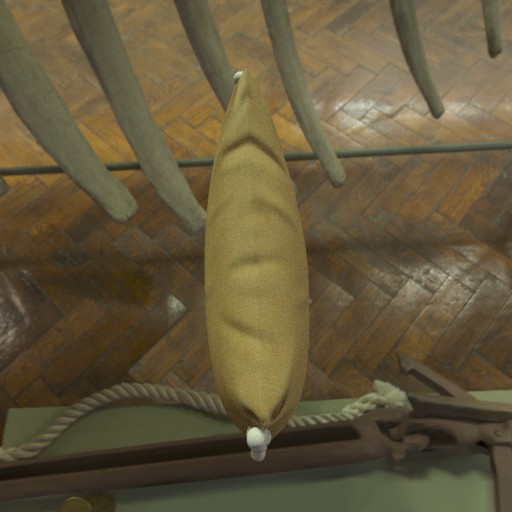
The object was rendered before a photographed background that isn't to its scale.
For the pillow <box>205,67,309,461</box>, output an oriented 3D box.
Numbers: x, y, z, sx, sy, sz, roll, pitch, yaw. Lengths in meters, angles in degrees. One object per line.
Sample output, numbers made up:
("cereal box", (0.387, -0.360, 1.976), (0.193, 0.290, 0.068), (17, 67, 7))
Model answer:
("pillow", (0.000, 0.000, 0.852), (0.201, 0.322, 0.709), (-2, 64, -1))
